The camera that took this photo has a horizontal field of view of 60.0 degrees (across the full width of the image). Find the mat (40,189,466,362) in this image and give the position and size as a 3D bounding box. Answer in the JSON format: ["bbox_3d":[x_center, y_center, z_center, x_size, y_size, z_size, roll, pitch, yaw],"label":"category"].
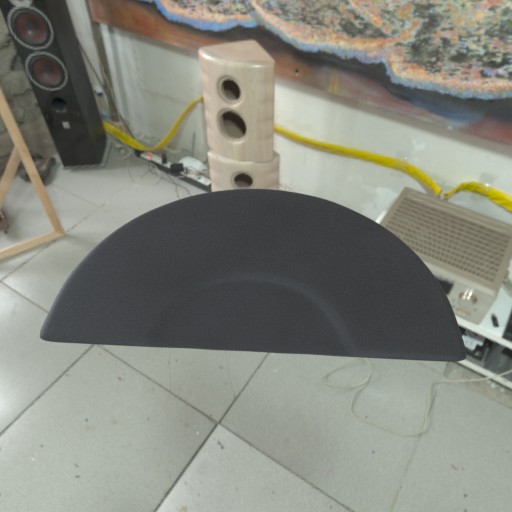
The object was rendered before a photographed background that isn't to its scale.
[{"bbox_3d":[0.000,0.000,1.862,1.525,0.016,0.917,2,47,2],"label":"mat"}]
